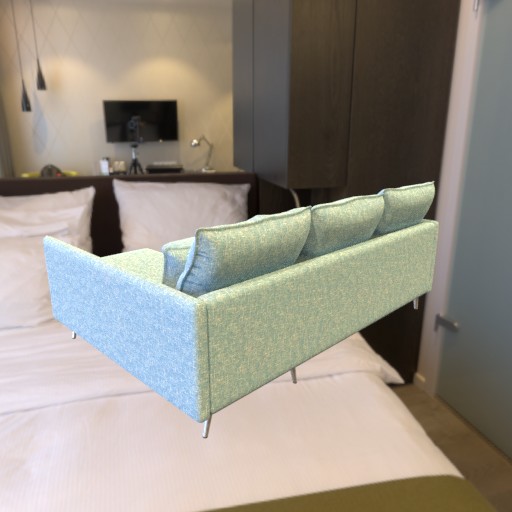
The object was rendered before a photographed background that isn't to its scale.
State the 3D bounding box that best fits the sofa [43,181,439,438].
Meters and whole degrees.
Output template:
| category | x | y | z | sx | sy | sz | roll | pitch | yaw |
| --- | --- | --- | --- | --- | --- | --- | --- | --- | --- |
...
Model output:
| category | x | y | z | sx | sy | sz | roll | pitch | yaw |
| --- | --- | --- | --- | --- | --- | --- | --- | --- | --- |
| sofa | 0.000 | 0.000 | 2.771 | 1.420 | 0.899 | 2.034 | 16 | 22 | 43 |
